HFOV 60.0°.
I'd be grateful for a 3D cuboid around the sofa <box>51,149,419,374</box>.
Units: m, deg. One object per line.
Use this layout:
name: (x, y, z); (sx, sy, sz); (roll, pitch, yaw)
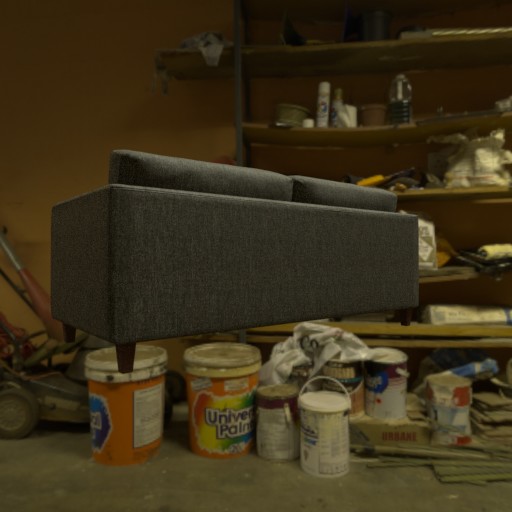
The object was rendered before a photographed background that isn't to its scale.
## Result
sofa: (0.000, 0.000, 2.773); (2.208, 0.960, 0.948); (0, 0, -38)
